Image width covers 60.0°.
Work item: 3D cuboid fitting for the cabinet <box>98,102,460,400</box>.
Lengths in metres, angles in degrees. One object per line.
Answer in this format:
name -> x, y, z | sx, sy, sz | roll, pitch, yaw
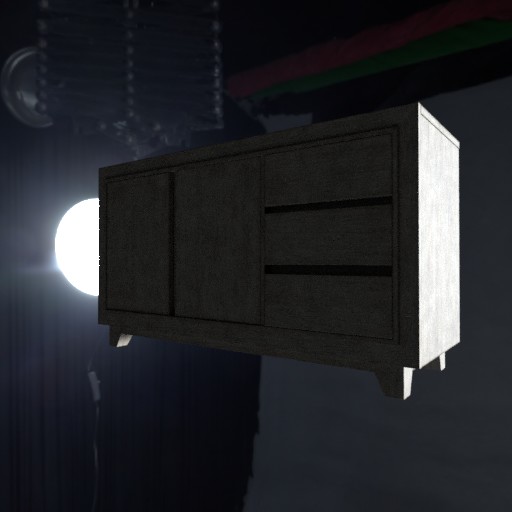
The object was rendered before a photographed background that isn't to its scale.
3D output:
cabinet -> 0.000, 0.000, 1.834 | 1.460, 0.825, 0.511 | 0, -1, 36
